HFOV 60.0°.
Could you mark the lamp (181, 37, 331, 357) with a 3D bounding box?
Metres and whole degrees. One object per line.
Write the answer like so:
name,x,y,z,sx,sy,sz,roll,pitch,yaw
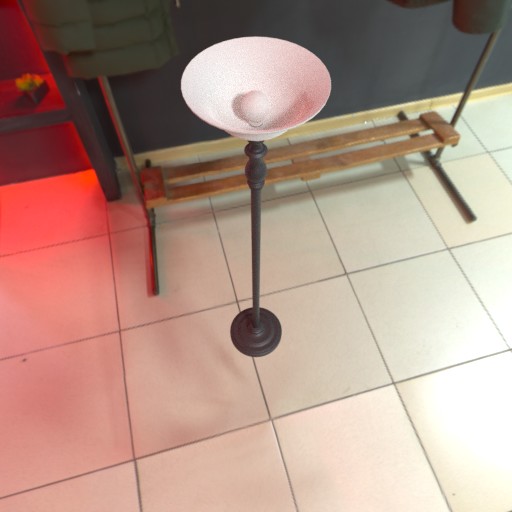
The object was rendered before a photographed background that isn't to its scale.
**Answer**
lamp,0.000,0.000,1.962,0.405,1.797,0.405,15,59,9
